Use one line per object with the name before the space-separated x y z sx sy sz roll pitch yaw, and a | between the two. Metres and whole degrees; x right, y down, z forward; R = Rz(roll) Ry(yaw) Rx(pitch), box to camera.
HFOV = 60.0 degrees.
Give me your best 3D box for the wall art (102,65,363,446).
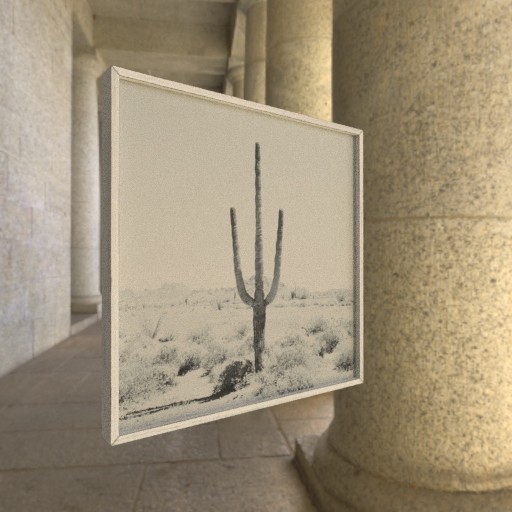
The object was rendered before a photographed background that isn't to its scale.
wall art | 0.000 0.000 0.756 0.508 0.508 0.038 0 0 -36
